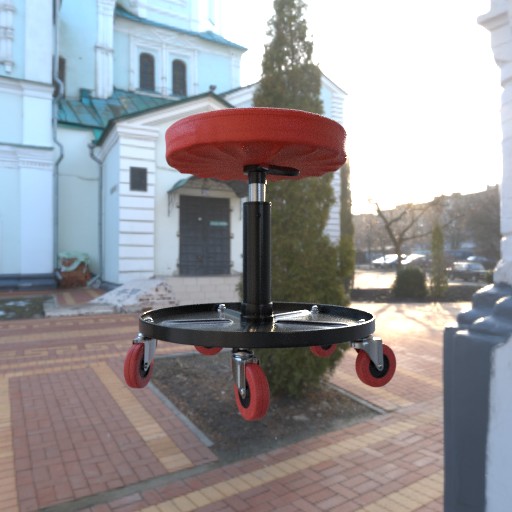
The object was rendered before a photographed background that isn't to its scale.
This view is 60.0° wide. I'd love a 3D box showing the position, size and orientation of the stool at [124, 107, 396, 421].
[{"bbox_3d":[0.000,0.000,0.665,0.381,0.365,0.382,0,0,-18],"label":"stool"}]
